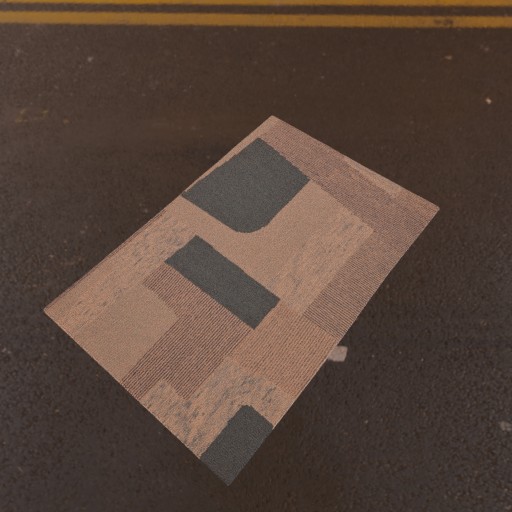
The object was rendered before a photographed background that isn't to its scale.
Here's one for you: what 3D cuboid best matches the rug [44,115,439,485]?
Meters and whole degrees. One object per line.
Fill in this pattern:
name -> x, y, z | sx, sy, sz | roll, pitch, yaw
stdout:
rug -> 0.000, 0.000, 2.384 | 1.238, 0.020, 1.847 | 35, 64, 20
